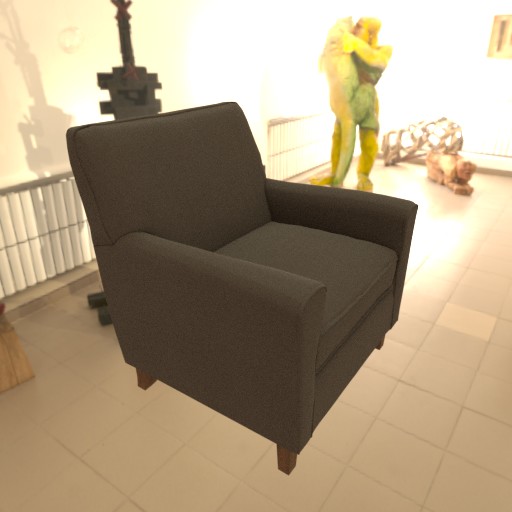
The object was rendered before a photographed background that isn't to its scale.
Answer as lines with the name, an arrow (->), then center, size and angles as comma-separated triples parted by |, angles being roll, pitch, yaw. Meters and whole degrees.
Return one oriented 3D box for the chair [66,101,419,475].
chair -> 0.000, 0.000, 1.542 | 0.831, 0.911, 0.836 | 17, 31, 31
